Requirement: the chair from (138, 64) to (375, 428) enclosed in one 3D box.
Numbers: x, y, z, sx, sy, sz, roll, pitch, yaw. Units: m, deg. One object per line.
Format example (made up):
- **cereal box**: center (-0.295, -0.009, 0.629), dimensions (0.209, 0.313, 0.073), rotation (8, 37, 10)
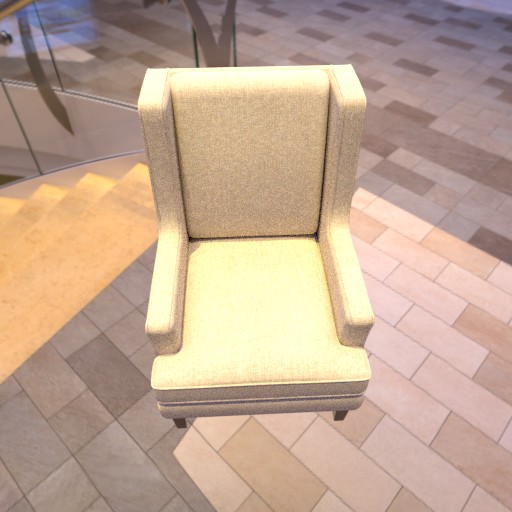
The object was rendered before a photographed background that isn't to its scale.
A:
- **chair**: center (0.000, 0.000, 1.703), dimensions (0.764, 1.082, 0.948), rotation (-2, 47, -2)
